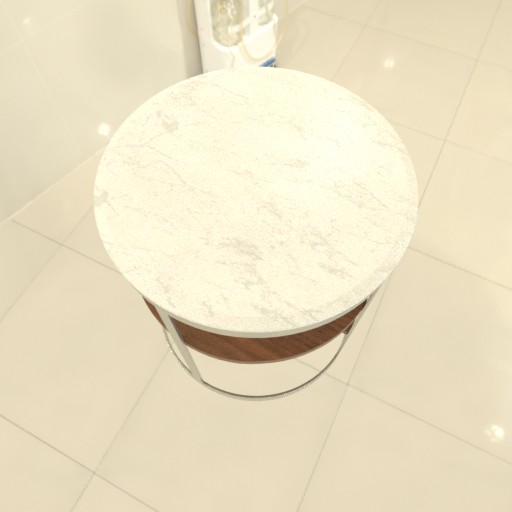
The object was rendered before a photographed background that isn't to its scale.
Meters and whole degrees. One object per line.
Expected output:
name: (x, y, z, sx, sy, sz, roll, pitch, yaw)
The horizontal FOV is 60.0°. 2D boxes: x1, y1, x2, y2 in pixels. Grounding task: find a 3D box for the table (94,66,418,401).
table: (0.000, 0.000, 0.756, 0.407, 0.447, 0.407, 0, 62, 0)
